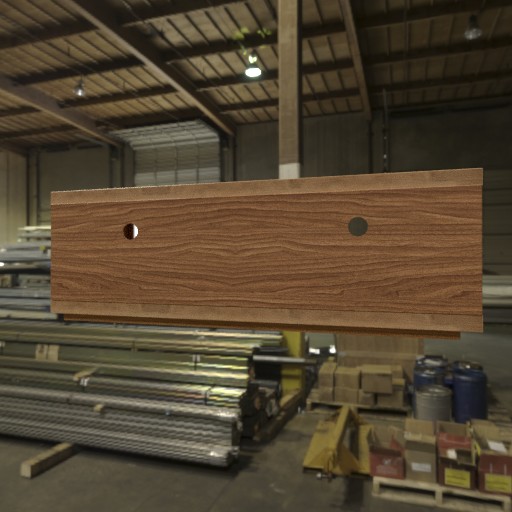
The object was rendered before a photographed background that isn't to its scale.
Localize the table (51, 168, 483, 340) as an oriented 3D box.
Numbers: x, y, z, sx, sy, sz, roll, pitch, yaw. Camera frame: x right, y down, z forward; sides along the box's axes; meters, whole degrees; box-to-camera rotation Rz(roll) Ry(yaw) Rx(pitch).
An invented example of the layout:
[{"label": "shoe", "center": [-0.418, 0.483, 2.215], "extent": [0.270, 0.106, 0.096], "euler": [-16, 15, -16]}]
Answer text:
[{"label": "table", "center": [0.000, 0.000, 1.711], "extent": [1.499, 0.491, 0.499], "euler": [0, 0, 18]}]
